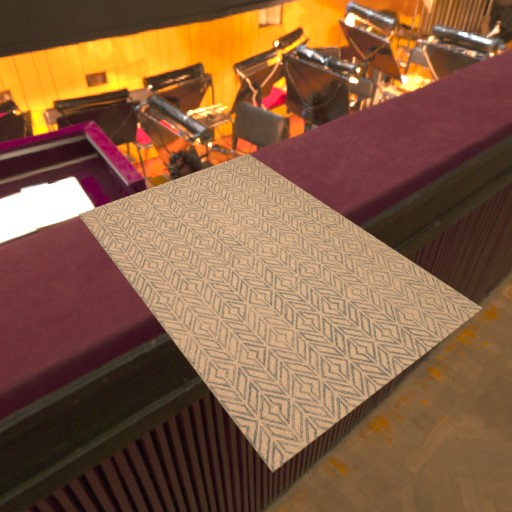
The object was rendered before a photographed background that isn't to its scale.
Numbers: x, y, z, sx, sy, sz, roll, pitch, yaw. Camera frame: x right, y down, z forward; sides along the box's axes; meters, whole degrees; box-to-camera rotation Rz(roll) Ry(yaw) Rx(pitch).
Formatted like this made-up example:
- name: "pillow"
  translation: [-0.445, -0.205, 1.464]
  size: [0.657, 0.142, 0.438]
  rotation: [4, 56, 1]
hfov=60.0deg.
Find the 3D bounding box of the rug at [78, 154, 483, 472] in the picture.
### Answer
- name: "rug"
  translation: [0.000, 0.000, 2.298]
  size: [1.220, 0.008, 1.824]
  rotation: [-26, 47, -27]
